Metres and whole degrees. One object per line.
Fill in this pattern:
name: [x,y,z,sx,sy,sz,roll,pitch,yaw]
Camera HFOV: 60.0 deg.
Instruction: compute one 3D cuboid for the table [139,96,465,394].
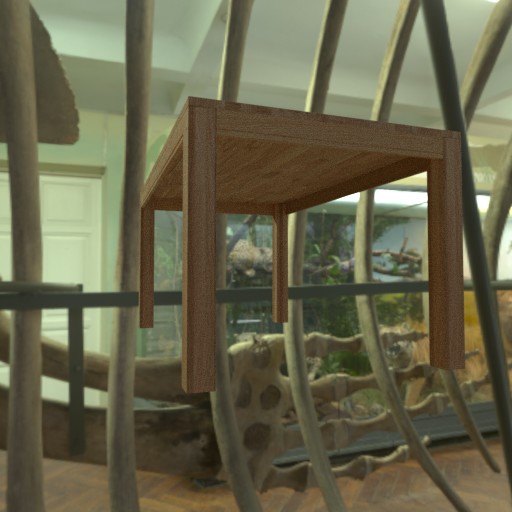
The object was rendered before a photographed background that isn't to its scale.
table: [0.000,0.000,1.998,0.900,0.770,1.500,1,-2,-19]
